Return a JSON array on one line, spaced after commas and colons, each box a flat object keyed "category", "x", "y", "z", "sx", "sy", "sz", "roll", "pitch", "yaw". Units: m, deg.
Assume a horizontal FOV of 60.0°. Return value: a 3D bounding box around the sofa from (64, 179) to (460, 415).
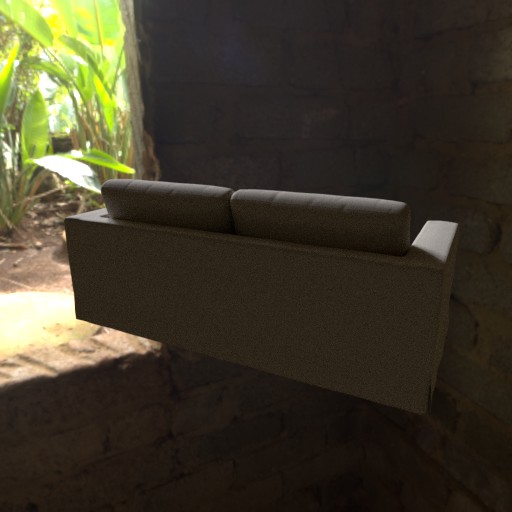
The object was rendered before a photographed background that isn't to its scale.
[{"category": "sofa", "x": 0.000, "y": 0.000, "z": 2.652, "sx": 2.163, "sy": 0.881, "sz": 0.954, "roll": 9, "pitch": 19, "yaw": 26}]
